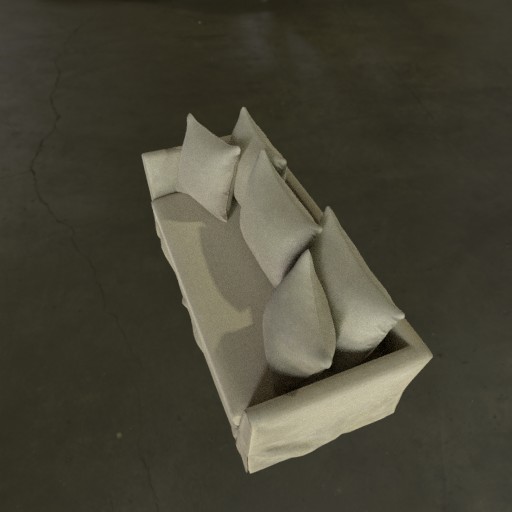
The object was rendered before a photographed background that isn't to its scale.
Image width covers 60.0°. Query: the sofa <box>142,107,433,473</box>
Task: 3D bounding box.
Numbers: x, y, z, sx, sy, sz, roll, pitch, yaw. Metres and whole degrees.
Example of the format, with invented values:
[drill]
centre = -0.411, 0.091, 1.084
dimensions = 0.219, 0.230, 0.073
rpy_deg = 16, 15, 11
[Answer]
[sofa]
centre = 0.000, 0.000, 2.931
dimensions = 1.031, 1.034, 2.290
rpy_deg = -16, 48, -15
